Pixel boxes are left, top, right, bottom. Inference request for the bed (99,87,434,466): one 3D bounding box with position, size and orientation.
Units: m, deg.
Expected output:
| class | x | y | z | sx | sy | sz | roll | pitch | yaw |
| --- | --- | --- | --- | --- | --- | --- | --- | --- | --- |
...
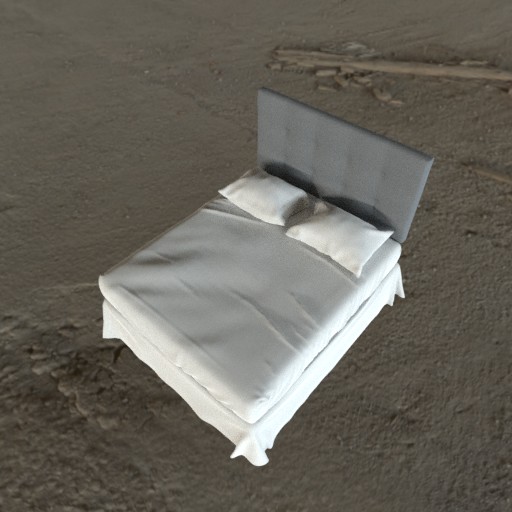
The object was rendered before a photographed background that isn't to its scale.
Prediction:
| class | x | y | z | sx | sy | sz | roll | pitch | yaw |
| --- | --- | --- | --- | --- | --- | --- | --- | --- | --- |
| bed | 0.000 | 0.000 | 3.576 | 1.936 | 1.577 | 2.222 | 33 | 55 | 26 |
